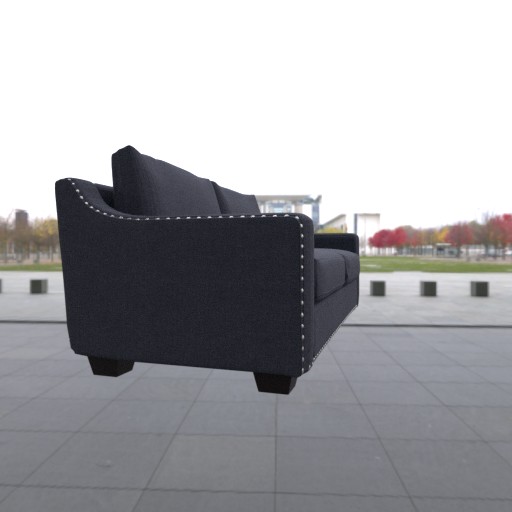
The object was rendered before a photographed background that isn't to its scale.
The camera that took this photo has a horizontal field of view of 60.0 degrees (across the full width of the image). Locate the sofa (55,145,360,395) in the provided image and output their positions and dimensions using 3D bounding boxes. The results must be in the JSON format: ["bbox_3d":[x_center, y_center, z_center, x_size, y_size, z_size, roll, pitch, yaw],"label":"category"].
[{"bbox_3d":[0.000,0.000,3.253,1.336,1.196,2.550,0,1,18],"label":"sofa"}]
